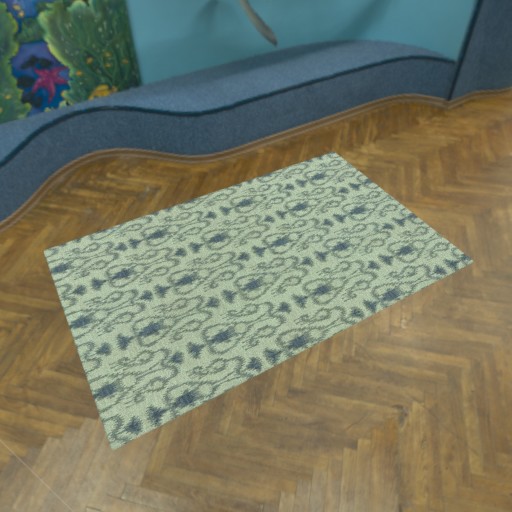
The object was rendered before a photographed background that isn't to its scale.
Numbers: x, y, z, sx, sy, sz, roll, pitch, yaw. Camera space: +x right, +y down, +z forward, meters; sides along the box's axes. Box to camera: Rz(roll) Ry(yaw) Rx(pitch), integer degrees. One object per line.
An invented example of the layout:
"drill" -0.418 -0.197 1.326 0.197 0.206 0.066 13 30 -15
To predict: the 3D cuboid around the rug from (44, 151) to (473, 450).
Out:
"rug" 0.000 0.000 2.001 1.652 0.006 1.035 -22 50 -21
